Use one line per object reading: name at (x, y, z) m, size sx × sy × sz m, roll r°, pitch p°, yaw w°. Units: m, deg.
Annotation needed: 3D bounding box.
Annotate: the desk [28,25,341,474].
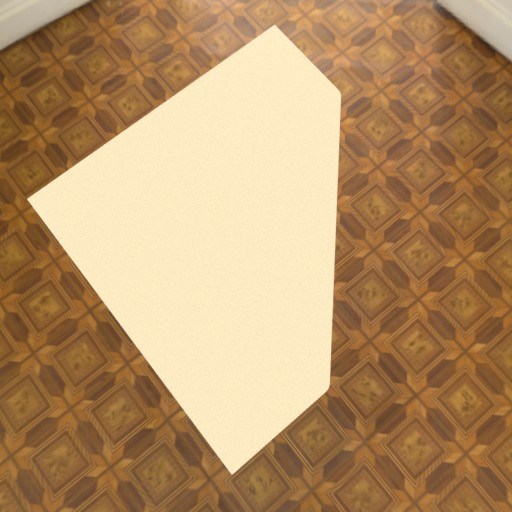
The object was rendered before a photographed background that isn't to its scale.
desk at (0.000, 0.000, 1.651) m, size 0.926 × 0.818 × 0.940 m, roll -39°, pitch 79°, yaw -9°
